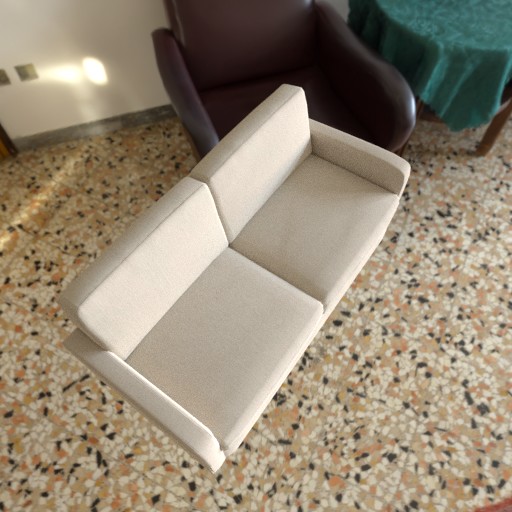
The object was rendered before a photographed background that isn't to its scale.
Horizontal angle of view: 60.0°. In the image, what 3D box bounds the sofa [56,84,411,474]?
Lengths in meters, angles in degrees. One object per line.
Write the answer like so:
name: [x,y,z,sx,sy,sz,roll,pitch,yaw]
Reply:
sofa: [0.000,0.000,2.258,0.894,0.831,1.808,32,64,18]
